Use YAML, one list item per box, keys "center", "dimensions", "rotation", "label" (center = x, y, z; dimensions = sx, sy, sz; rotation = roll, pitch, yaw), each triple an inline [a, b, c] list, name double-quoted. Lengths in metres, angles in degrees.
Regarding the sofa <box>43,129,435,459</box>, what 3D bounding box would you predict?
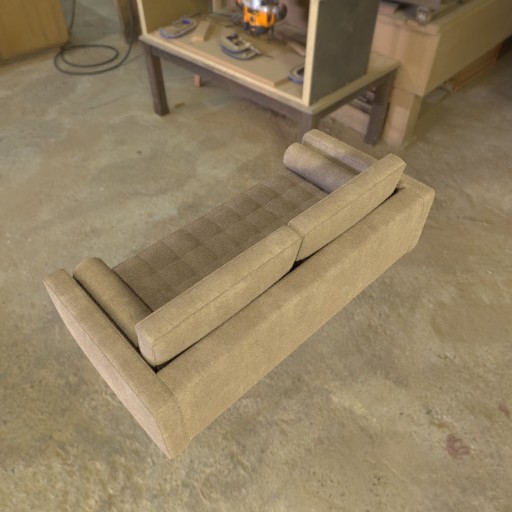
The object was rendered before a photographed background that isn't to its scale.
- center: [0.000, 0.000, 2.337]
  dimensions: [1.883, 0.769, 0.920]
  rotation: [-35, 56, -28]
  label: "sofa"
